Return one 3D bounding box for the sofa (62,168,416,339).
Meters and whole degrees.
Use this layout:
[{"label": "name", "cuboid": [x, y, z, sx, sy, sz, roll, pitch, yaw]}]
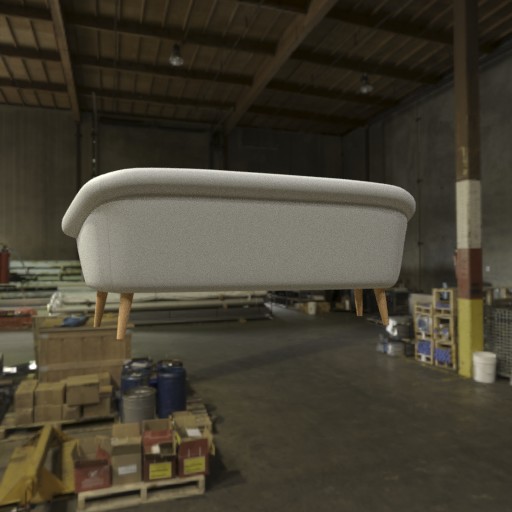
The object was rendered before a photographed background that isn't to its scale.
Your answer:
[{"label": "sofa", "cuboid": [0.000, 0.000, 2.607, 2.160, 0.795, 0.827, 0, -1, -19]}]
